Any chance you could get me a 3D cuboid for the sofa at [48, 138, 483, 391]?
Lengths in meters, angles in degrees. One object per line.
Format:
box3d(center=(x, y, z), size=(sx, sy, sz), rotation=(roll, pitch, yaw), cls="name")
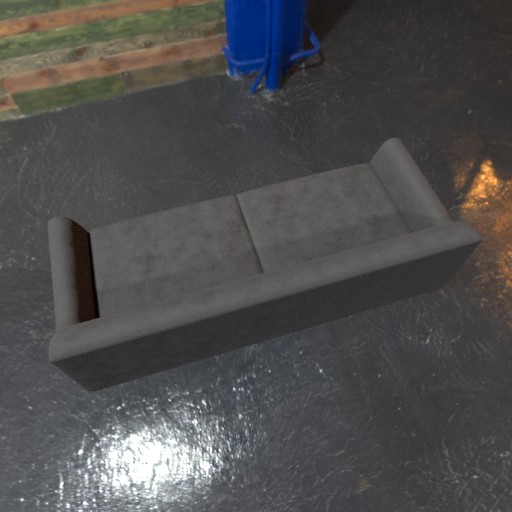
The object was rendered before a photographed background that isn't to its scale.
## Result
box3d(center=(0.000, 0.000, 2.620), size=(2.190, 0.740, 0.900), rotation=(-15, 61, -9), cls="sofa")
